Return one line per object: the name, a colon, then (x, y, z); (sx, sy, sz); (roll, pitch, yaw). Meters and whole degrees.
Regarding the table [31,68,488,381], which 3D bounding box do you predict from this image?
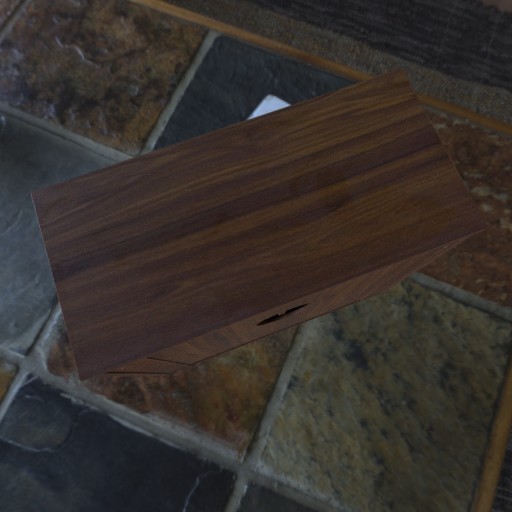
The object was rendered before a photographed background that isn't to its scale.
table: (0.000, 0.000, 1.207); (0.802, 0.725, 0.390); (-20, 76, -5)
